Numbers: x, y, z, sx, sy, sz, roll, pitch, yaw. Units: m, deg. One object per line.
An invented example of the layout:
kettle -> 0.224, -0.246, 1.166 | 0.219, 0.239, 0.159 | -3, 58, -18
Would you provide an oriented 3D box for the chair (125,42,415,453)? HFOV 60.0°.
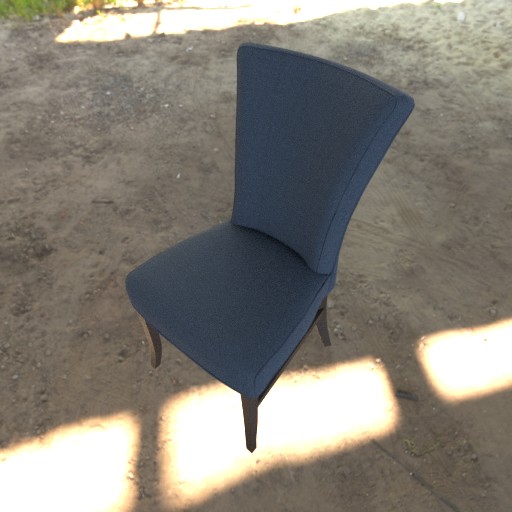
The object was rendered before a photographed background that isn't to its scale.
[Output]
chair -> 0.000, 0.000, 1.326 | 0.520, 0.991, 0.660 | 31, 53, 27
